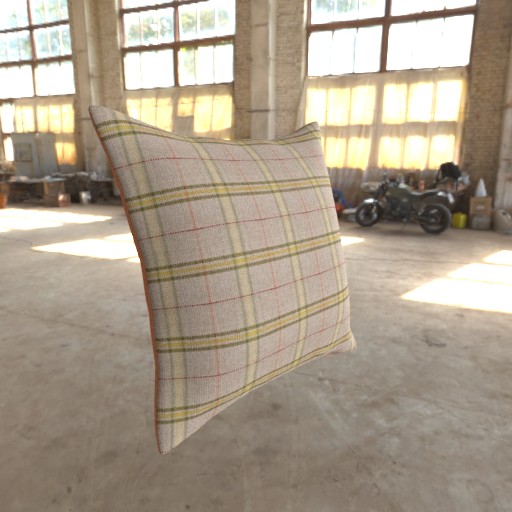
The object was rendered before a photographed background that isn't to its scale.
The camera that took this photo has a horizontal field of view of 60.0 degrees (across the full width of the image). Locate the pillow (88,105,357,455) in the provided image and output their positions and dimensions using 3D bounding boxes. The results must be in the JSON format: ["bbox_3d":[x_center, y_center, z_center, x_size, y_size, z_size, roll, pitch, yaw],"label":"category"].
[{"bbox_3d":[0.000,0.000,0.694,0.200,0.430,0.453,13,18,43],"label":"pillow"}]
